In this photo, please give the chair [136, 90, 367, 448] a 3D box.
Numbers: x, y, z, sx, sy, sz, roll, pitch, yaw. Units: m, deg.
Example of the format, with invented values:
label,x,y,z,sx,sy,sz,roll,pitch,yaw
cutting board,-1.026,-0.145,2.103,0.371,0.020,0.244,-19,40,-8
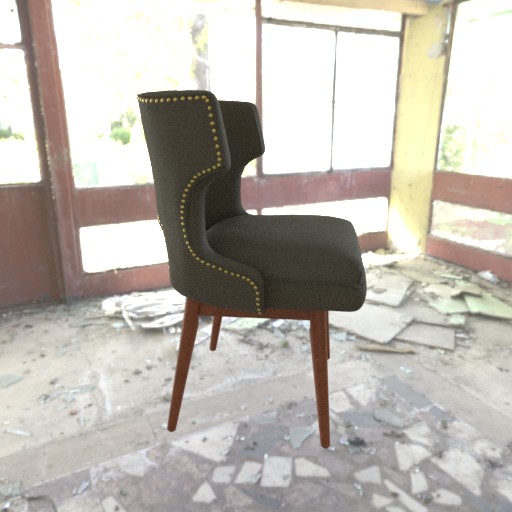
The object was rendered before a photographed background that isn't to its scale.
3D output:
label,x,y,z,sx,sy,sz,roll,pitch,yaw
chair,0.000,0.000,1.245,0.581,0.863,0.595,3,17,9
